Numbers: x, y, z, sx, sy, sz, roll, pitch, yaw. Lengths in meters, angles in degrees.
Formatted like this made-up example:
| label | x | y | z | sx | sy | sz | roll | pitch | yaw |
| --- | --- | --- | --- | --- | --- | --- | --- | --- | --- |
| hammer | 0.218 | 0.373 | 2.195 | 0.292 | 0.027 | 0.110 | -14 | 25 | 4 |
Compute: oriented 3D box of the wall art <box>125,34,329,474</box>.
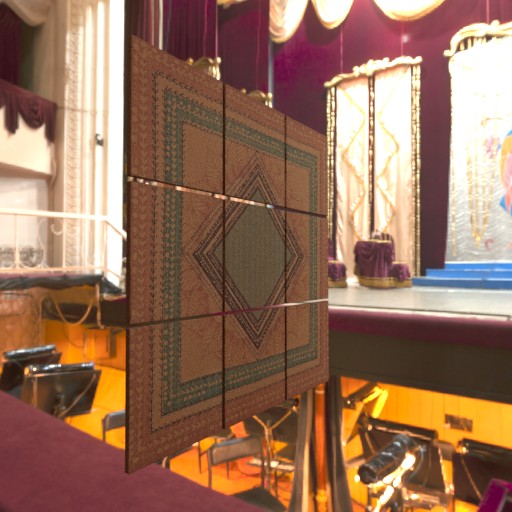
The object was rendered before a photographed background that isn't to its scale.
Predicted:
| label | x | y | z | sx | sy | sz | roll | pitch | yaw |
| --- | --- | --- | --- | --- | --- | --- | --- | --- | --- |
| wall art | 0.000 | 0.000 | 1.295 | 0.013 | 0.914 | 0.915 | -1 | -2 | 36 |
